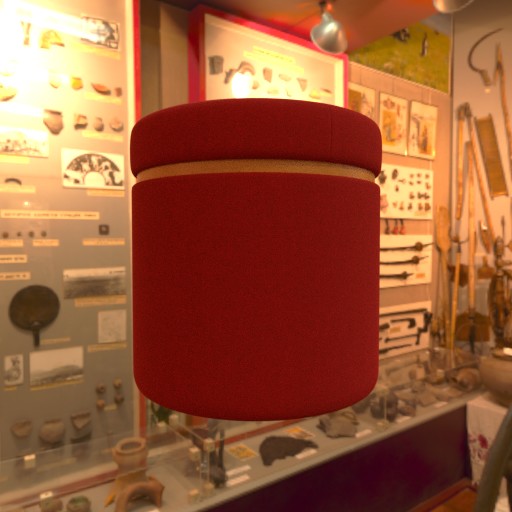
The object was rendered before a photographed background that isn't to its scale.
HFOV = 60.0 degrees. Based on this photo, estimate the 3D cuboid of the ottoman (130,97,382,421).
[{"bbox_3d":[0.000,0.000,0.735,0.400,0.406,0.400,0,2,0],"label":"ottoman"}]
